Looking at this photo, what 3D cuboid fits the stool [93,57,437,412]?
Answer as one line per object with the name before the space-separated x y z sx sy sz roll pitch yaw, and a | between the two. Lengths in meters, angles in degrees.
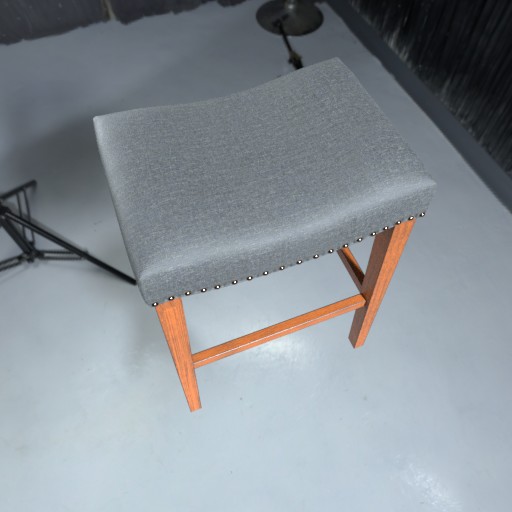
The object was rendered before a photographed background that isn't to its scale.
stool | 0.000 0.000 0.865 0.439 0.612 0.320 -18 60 -11
